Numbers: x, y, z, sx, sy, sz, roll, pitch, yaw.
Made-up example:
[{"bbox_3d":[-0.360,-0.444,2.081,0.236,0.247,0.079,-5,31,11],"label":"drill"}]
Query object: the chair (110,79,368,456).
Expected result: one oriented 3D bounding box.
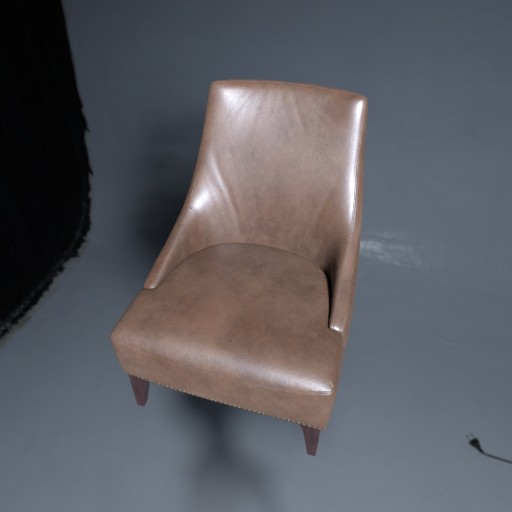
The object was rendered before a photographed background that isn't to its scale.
[{"bbox_3d":[0.000,0.000,1.510,0.701,0.909,0.861,11,41,13],"label":"chair"}]
